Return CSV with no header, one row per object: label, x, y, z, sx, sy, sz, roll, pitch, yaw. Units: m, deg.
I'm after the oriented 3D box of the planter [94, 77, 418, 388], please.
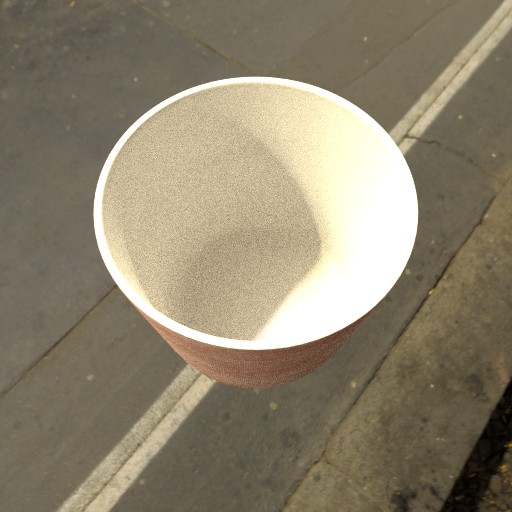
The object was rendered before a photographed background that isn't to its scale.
planter,0.000,0.000,0.785,0.440,0.398,0.440,0,64,0
